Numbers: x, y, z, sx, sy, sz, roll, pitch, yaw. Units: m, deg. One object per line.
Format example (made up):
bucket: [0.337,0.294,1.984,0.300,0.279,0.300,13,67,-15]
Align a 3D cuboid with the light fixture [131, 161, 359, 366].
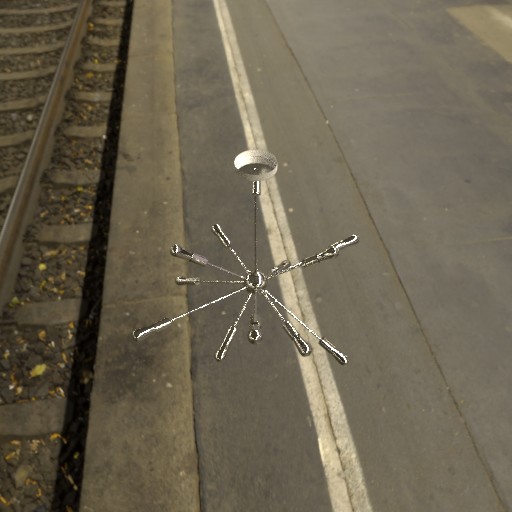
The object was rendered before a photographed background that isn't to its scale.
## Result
light fixture: [0.000,0.000,1.098,0.684,0.558,0.509,-23,51,-20]
